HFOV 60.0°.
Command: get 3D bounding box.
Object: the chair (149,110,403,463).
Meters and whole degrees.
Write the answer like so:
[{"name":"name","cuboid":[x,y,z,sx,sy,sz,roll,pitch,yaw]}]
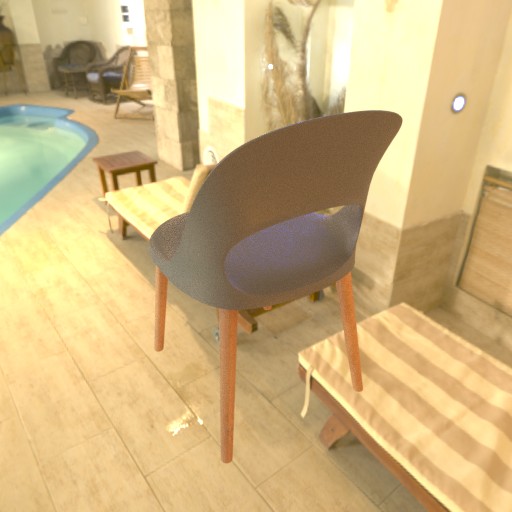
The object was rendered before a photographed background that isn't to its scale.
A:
[{"name":"chair","cuboid":[0.000,0.000,1.120,0.470,0.795,0.556,-17,33,-28]}]
